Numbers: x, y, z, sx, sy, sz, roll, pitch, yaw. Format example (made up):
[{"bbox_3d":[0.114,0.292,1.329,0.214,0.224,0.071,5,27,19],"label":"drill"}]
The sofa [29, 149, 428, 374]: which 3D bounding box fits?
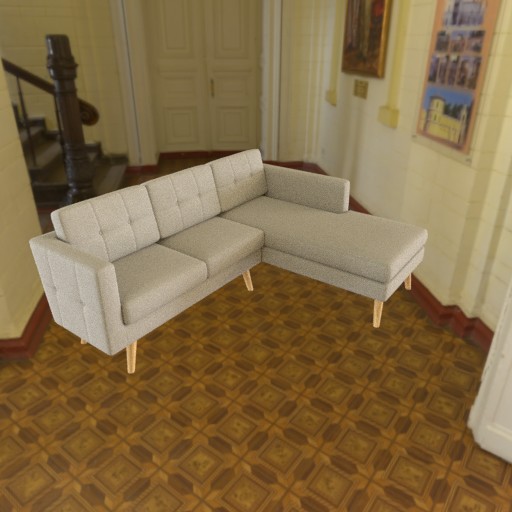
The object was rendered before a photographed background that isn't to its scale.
[{"bbox_3d":[0.000,0.000,2.796,1.530,0.860,2.040,18,32,32],"label":"sofa"}]
